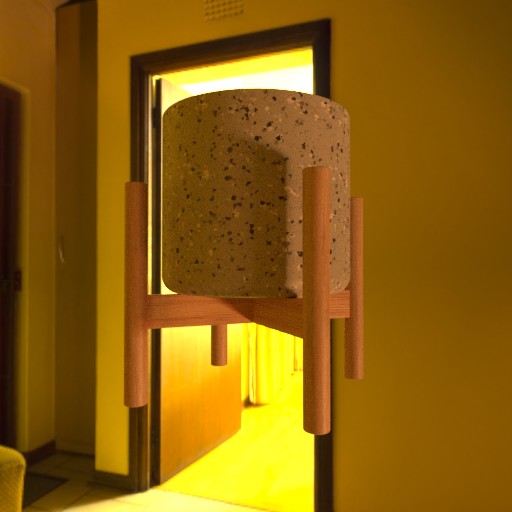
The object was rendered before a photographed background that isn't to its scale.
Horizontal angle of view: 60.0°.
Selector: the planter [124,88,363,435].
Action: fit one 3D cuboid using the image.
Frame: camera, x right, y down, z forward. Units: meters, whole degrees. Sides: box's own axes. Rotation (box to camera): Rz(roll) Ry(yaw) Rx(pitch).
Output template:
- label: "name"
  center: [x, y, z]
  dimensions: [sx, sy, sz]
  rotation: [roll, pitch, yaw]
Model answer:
- label: "planter"
  center: [0.000, 0.000, 0.535]
  dimensions: [0.284, 0.320, 0.284]
  rotation: [0, -1, 0]
